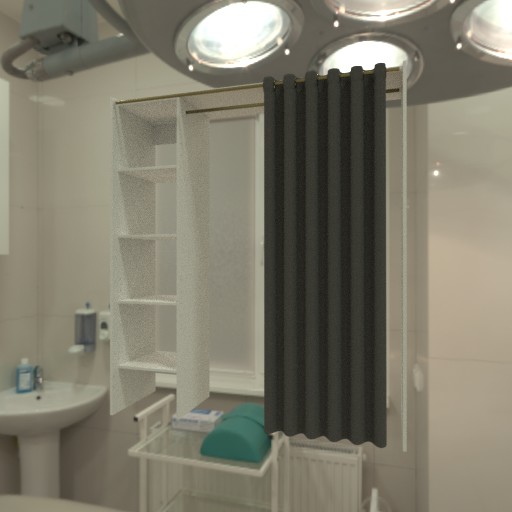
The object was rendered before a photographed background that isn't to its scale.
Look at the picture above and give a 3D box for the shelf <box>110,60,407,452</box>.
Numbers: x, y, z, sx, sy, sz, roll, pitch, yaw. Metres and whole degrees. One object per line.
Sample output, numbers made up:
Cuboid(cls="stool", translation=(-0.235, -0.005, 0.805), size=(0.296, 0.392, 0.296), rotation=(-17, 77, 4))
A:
Cuboid(cls="shelf", translation=(0.000, 0.000, 2.502), size=(1.600, 1.810, 0.500), rotation=(0, 0, 17))
